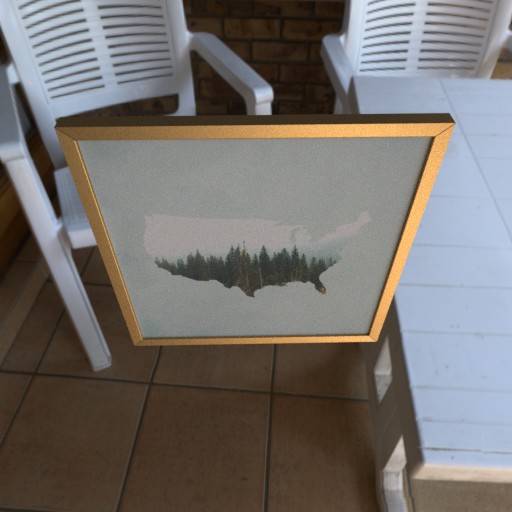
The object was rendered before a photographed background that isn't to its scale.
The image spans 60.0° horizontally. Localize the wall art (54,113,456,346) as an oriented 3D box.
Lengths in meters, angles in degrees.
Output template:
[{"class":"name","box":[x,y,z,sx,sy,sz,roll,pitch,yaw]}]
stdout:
[{"class":"wall art","box":[0.000,0.000,1.130,0.762,0.762,0.038,-1,47,-1]}]
